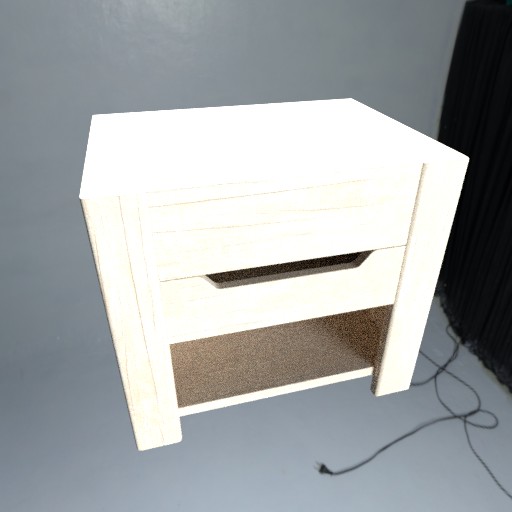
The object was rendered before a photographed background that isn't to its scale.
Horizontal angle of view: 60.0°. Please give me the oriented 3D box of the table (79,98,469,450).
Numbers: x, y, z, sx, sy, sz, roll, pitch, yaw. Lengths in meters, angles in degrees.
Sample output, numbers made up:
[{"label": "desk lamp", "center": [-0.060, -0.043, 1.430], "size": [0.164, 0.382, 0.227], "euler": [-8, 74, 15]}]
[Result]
[{"label": "table", "center": [0.000, 0.000, 0.920], "size": [0.570, 0.510, 0.420], "euler": [-8, 33, -13]}]
